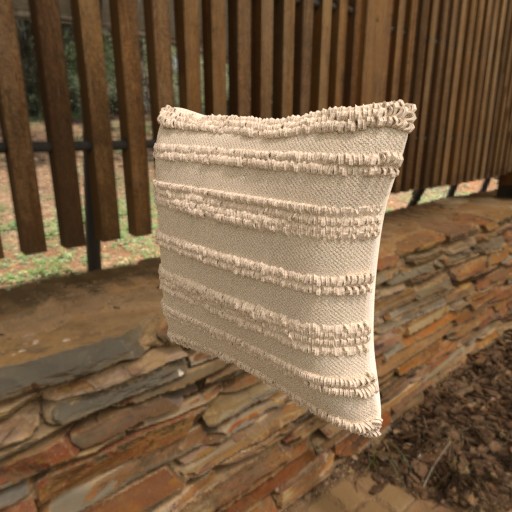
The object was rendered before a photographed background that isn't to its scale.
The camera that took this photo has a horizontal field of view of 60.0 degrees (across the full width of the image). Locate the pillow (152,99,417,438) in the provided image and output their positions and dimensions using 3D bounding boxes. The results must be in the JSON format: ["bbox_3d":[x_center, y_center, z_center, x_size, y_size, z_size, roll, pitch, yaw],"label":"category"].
[{"bbox_3d":[0.000,0.000,0.647,0.437,0.427,0.145,15,23,42],"label":"pillow"}]
